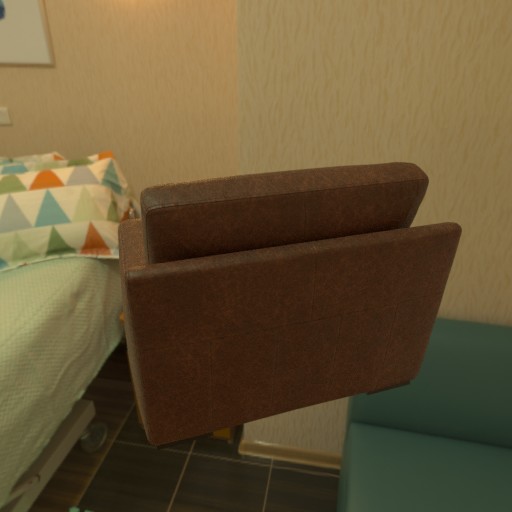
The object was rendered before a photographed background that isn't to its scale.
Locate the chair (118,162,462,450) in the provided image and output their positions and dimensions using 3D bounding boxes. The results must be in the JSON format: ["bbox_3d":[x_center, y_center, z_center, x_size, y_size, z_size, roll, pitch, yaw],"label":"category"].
[{"bbox_3d":[0.000,0.000,1.939,1.168,0.939,1.143,-8,28,-16],"label":"chair"}]
